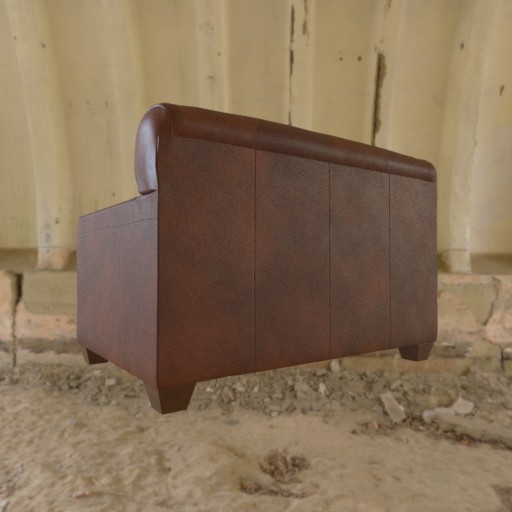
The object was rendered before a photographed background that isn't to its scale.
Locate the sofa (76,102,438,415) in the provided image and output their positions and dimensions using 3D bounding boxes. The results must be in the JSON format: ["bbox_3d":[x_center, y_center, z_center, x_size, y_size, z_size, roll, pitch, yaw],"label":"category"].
[{"bbox_3d":[0.000,0.000,2.039,1.413,0.956,1.000,1,-1,-35],"label":"sofa"}]
